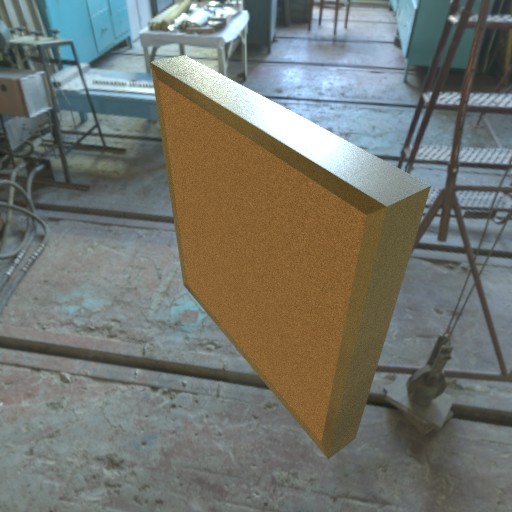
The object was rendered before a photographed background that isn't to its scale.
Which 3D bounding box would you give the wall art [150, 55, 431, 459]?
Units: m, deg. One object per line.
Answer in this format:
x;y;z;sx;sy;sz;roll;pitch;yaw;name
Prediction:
0.000;0.000;0.446;0.038;0.305;0.304;-25;47;-26;wall art
